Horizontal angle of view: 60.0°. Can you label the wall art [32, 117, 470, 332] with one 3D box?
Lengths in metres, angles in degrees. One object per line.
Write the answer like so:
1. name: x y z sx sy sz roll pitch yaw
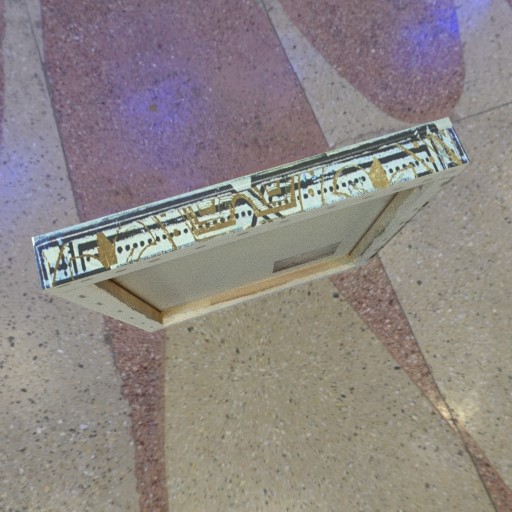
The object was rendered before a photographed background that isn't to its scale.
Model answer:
1. wall art: 0.000 0.000 0.450 0.302 0.306 0.038 -17 76 -4
